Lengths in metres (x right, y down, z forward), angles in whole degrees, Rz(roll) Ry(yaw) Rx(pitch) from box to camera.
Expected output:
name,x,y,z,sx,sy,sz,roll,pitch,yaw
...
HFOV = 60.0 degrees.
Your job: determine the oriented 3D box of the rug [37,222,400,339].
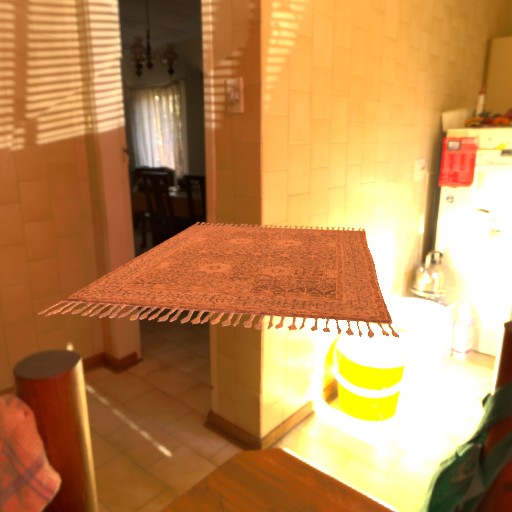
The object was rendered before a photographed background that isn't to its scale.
name,x,y,z,sx,sy,sz,roll,pitch,yaw
rug,0.000,0.000,3.065,1.619,0.023,2.465,3,15,10
